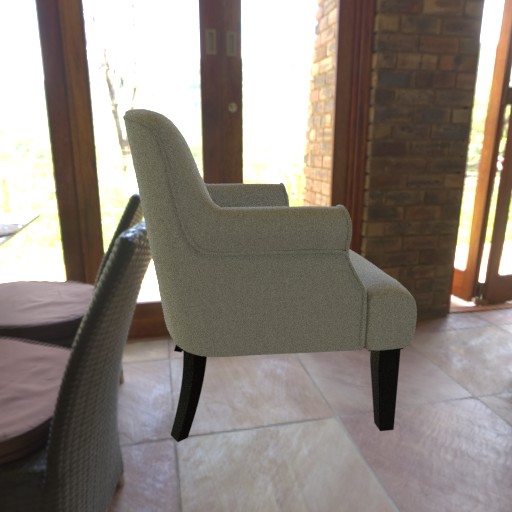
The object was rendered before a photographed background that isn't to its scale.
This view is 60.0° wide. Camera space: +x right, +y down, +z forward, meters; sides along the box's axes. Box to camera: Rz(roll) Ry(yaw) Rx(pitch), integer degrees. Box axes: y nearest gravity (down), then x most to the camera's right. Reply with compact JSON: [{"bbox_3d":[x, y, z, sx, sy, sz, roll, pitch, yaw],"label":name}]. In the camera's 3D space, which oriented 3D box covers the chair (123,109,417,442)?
[{"bbox_3d":[0.000,0.000,1.421,0.750,0.875,0.781,-2,14,-9],"label":"chair"}]
